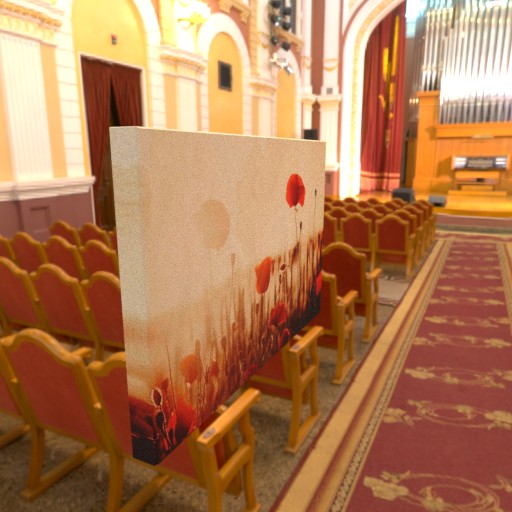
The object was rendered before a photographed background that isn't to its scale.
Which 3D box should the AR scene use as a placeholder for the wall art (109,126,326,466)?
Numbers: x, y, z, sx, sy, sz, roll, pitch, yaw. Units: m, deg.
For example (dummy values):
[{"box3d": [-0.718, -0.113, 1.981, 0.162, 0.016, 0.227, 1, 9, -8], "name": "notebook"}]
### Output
[{"box3d": [0.000, 0.000, 0.773, 0.040, 0.402, 0.613, 7, 14, 26], "name": "wall art"}]
